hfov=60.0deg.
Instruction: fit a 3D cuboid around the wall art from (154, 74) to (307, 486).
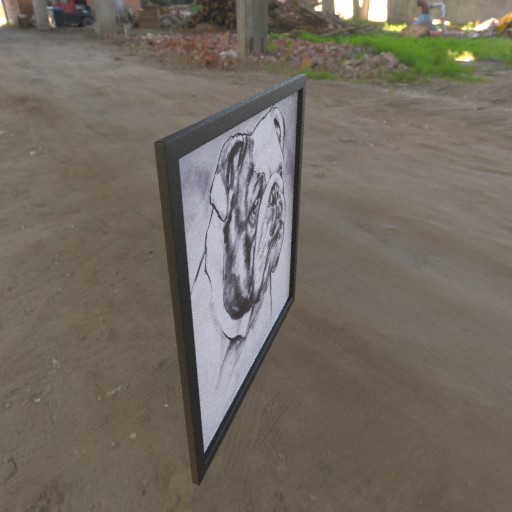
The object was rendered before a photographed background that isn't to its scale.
[{"bbox_3d":[0.000,0.000,0.958,0.016,0.659,0.663,10,31,18],"label":"wall art"}]
